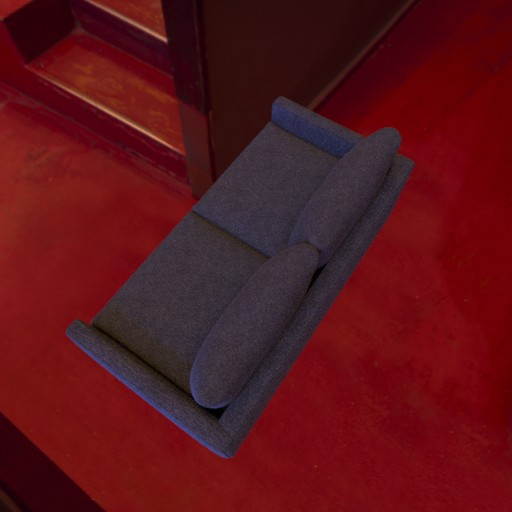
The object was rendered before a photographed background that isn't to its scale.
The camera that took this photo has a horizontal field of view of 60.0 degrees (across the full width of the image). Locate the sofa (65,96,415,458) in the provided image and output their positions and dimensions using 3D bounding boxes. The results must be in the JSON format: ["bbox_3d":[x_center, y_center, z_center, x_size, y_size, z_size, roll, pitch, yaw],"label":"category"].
[{"bbox_3d":[0.000,0.000,2.258,0.866,0.862,1.716,31,67,15],"label":"sofa"}]
